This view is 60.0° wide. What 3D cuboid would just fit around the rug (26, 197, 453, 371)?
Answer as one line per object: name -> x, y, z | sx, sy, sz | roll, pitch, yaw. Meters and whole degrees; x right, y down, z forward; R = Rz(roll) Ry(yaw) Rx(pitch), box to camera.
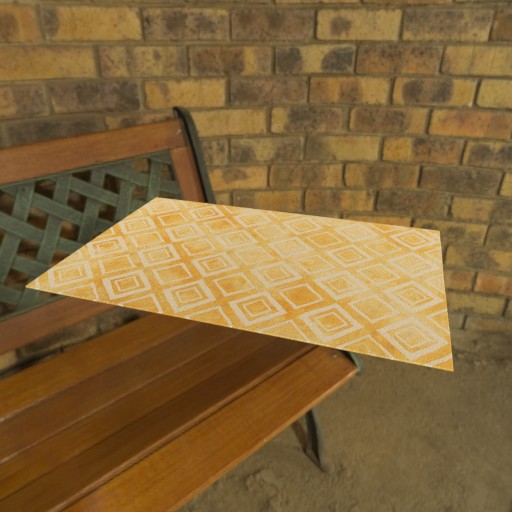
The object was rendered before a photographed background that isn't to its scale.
rug -> 0.000, 0.000, 2.286 | 1.829, 0.010, 1.213 | 8, 29, 15
